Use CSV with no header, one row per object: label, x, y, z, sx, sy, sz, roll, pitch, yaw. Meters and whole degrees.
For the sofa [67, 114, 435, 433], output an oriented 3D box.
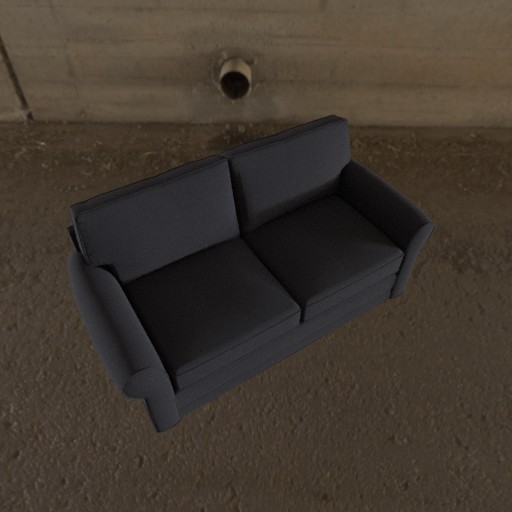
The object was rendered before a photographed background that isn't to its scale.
sofa,0.000,0.000,2.616,2.009,1.031,0.951,-25,51,-22
